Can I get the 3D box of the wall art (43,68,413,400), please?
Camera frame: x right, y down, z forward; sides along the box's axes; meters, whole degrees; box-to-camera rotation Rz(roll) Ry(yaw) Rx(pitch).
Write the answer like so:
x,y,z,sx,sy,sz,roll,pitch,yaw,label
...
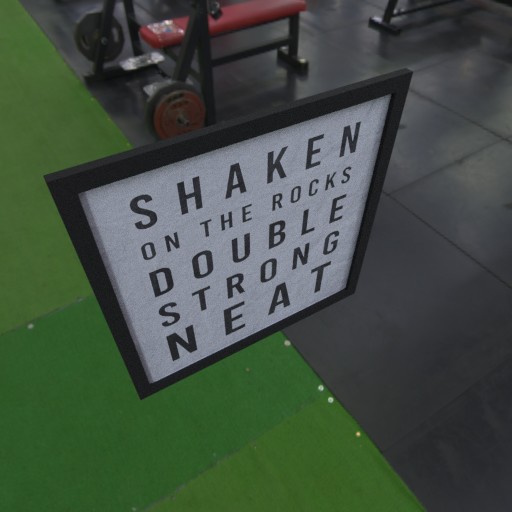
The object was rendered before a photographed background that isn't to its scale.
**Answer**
x,y,z,sx,sy,sz,roll,pitch,yaw,label
0.000,0.000,0.659,0.456,0.458,0.013,-23,51,-20,wall art
